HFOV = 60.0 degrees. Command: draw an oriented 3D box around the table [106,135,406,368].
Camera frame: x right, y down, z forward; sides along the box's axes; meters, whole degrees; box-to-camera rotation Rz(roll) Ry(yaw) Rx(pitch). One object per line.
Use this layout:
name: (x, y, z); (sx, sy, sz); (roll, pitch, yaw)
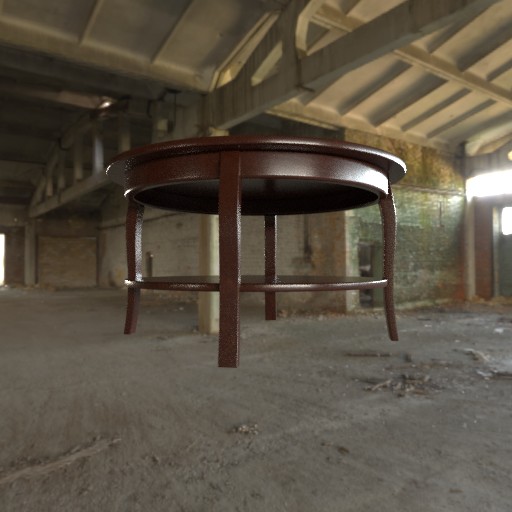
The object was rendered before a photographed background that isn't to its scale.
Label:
table: (0.000, 0.000, 1.418); (0.911, 0.512, 0.911); (0, -1, 0)
